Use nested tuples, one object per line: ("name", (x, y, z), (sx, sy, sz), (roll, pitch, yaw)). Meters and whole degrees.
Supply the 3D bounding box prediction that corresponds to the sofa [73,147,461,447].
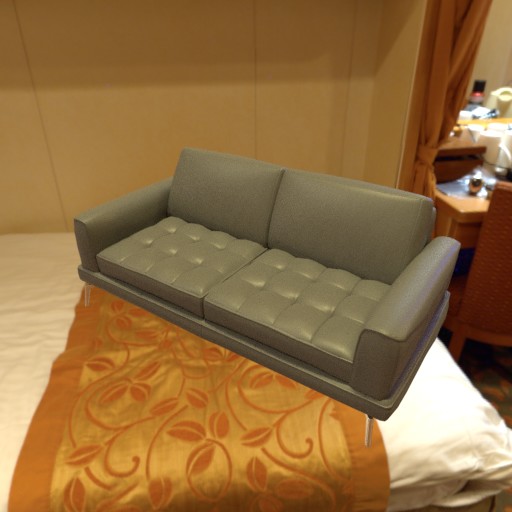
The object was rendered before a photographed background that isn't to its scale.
("sofa", (0.000, 0.000, 2.718), (2.177, 0.930, 1.121), (18, 34, 29))
